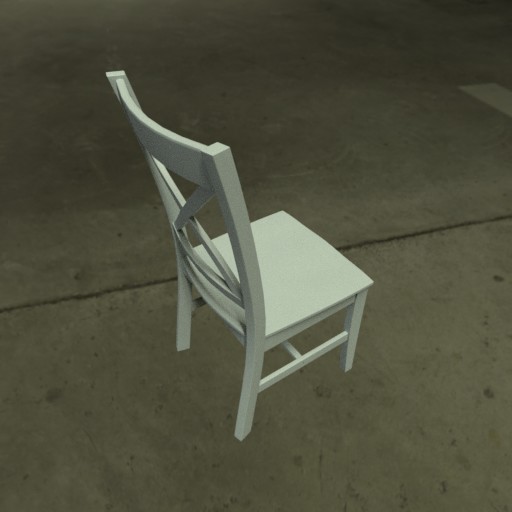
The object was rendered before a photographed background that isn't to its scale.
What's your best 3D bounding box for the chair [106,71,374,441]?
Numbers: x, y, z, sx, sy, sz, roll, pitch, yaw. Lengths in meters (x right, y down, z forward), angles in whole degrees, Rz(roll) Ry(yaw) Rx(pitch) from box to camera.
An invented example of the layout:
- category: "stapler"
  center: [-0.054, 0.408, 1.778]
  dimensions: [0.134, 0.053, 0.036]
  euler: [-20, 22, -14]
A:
- category: "chair"
  center: [0.000, 0.000, 1.273]
  dimensions: [0.542, 0.983, 0.485]
  euler: [-24, 45, -25]
